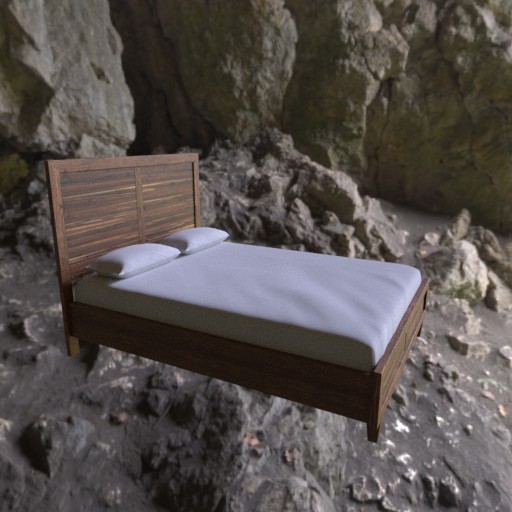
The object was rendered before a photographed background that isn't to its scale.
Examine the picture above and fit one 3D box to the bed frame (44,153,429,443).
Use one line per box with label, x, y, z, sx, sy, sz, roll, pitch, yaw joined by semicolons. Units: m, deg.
bed frame;0.000;0.000;3.315;2.276;1.417;1.696;8;17;27
